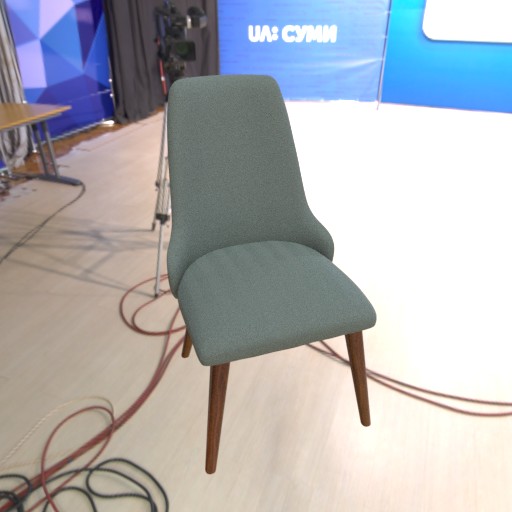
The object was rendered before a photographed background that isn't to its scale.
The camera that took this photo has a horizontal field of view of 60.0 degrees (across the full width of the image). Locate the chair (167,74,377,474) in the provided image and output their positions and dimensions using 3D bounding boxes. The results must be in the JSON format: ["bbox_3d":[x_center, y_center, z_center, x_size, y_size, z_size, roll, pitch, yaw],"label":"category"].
[{"bbox_3d":[0.000,0.000,1.338,0.535,0.918,0.707,-9,33,-15],"label":"chair"}]
